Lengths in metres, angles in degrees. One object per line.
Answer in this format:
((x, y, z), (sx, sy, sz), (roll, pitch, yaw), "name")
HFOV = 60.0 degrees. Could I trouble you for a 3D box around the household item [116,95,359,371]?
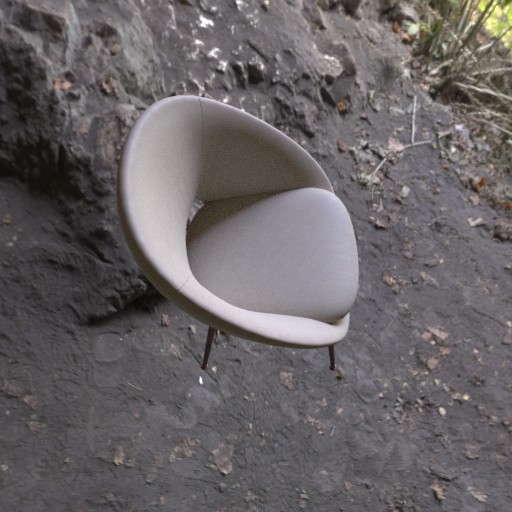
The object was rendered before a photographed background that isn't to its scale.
((0.000, 0.000, 1.271), (0.573, 0.852, 0.623), (0, 62, 0), "household item")
